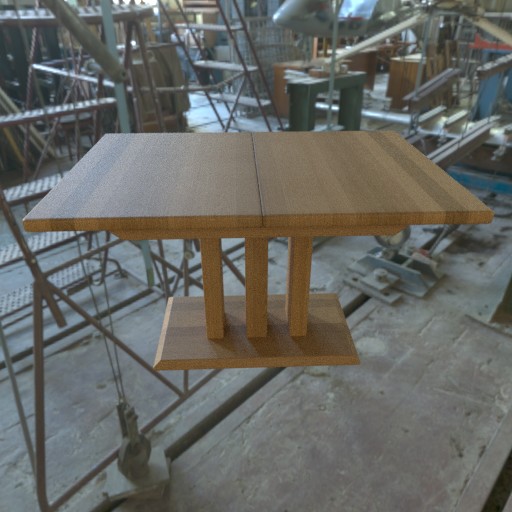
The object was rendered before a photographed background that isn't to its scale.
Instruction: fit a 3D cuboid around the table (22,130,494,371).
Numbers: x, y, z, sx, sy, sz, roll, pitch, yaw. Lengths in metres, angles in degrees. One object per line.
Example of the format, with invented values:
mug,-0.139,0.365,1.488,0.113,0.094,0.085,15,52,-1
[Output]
table,0.000,0.000,1.789,1.300,0.770,0.900,-1,30,-2
